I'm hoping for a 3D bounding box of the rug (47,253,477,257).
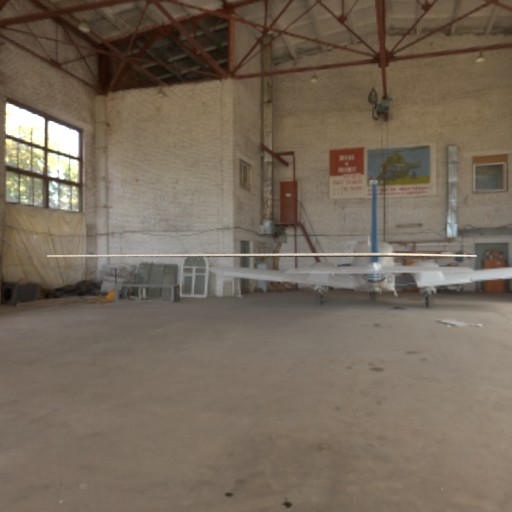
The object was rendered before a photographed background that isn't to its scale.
[{"bbox_3d":[0.000,0.000,2.263,1.828,0.007,1.220,0,0,37],"label":"rug"}]
